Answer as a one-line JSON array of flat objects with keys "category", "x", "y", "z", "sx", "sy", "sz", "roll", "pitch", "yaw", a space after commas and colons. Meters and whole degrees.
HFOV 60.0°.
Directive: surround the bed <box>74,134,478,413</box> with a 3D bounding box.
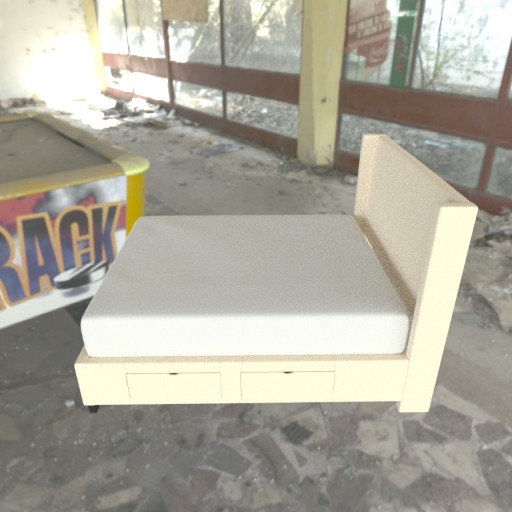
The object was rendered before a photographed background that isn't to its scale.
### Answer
[{"category": "bed", "x": 0.000, "y": 0.000, "z": 3.391, "sx": 2.280, "sy": 1.471, "sz": 1.765, "roll": 0, "pitch": 27, "yaw": -1}]
